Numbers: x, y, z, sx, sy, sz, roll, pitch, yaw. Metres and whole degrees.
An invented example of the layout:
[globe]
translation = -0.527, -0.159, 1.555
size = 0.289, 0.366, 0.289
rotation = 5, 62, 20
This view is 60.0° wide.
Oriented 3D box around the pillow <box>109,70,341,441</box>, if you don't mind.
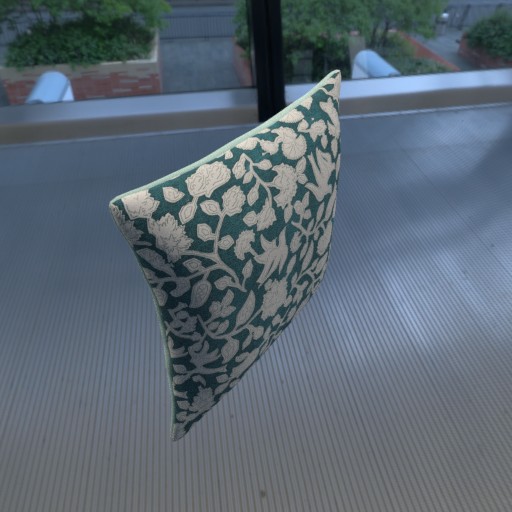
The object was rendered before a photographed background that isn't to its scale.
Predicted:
[pillow]
translation = 0.000, 0.000, 0.793
size = 0.166, 0.508, 0.525
rotation = 25, 47, 26
